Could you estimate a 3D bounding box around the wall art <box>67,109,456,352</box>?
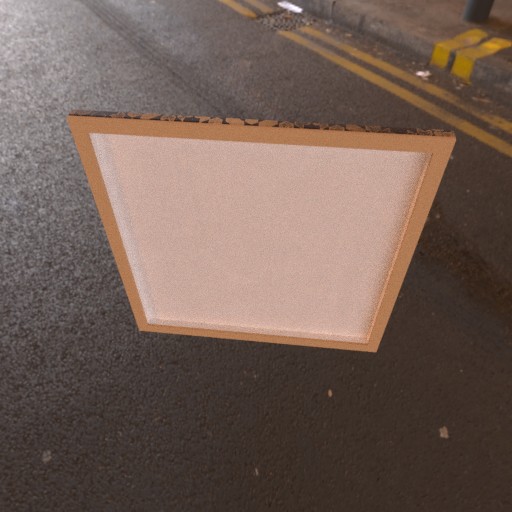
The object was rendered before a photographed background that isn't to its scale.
[{"bbox_3d":[0.000,0.000,1.376,0.914,0.914,0.038,4,47,4],"label":"wall art"}]
